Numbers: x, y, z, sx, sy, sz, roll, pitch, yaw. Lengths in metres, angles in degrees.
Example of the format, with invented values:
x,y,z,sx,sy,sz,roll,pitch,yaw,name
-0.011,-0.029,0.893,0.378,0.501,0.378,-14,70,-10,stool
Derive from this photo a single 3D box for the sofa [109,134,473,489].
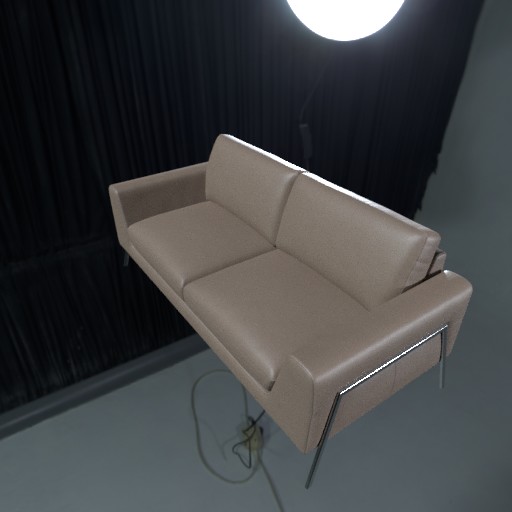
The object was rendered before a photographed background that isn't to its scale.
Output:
x,y,z,sx,sy,sz,roll,pitch,yaw,name
0.000,0.000,2.492,0.953,0.875,2.017,-21,38,-29,sofa
